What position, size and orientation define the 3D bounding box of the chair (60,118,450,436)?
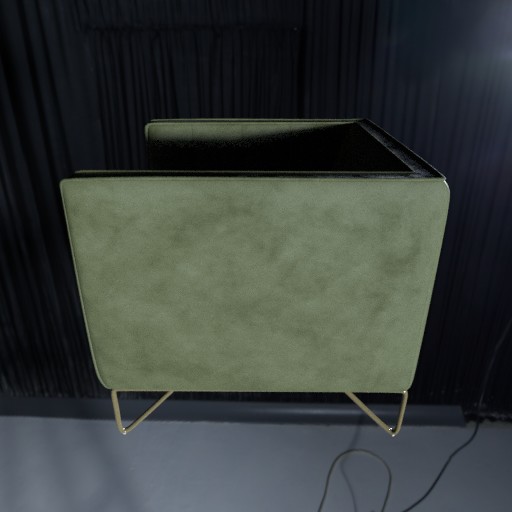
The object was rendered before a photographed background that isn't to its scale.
[{"bbox_3d":[0.000,0.000,1.518,0.894,0.790,0.880,0,26,1],"label":"chair"}]
